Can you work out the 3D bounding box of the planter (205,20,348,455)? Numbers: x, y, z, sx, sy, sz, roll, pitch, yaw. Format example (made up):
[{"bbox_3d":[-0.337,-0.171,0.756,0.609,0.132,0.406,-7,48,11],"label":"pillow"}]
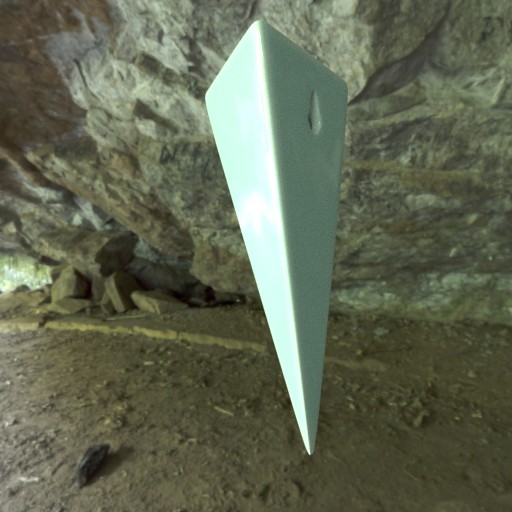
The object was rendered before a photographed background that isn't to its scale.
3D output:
[{"bbox_3d":[0.000,0.000,0.216,0.064,0.178,0.080,0,1,35],"label":"planter"}]
